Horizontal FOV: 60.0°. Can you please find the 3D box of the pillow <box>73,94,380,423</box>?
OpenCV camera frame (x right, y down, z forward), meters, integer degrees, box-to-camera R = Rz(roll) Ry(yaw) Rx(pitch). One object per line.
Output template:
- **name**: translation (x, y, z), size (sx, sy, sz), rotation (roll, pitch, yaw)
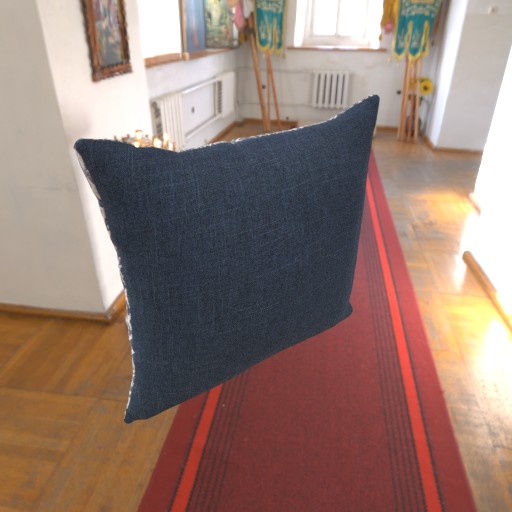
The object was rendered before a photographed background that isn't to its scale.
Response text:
- **pillow**: translation (0.000, 0.000, 0.770), size (0.546, 0.487, 0.180), rotation (-20, 35, -31)
